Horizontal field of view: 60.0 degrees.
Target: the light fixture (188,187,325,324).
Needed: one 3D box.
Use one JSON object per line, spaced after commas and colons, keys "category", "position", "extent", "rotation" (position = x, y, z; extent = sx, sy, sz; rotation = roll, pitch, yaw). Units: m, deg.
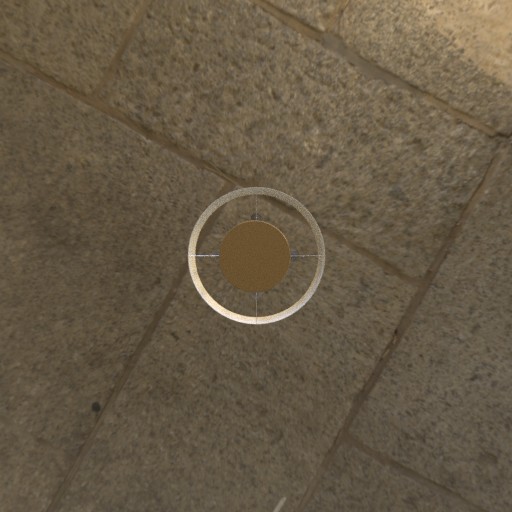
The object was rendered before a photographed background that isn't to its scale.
{"category": "light fixture", "position": [0.000, 0.000, 1.366], "extent": [0.508, 1.067, 0.508], "rotation": [0, 90, 0]}
